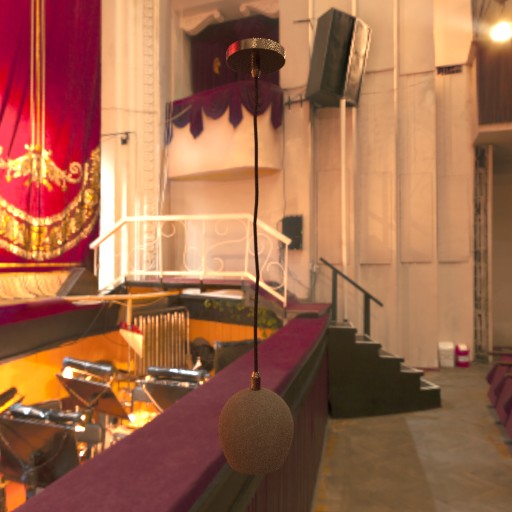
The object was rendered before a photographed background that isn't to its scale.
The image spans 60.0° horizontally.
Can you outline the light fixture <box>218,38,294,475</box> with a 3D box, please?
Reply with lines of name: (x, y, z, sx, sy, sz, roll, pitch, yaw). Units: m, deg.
light fixture: (0.000, 0.000, 0.827, 0.139, 0.764, 0.139, 0, -1, 20)
